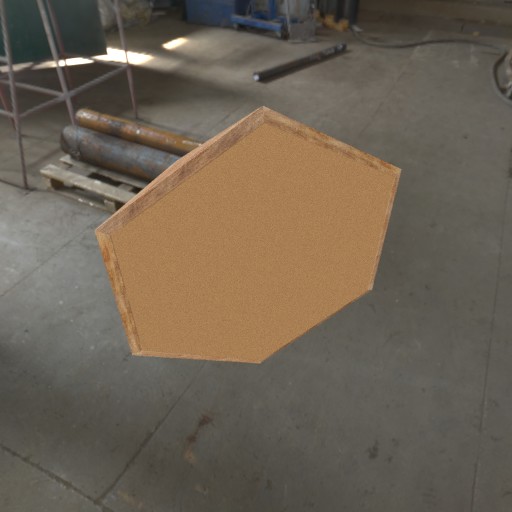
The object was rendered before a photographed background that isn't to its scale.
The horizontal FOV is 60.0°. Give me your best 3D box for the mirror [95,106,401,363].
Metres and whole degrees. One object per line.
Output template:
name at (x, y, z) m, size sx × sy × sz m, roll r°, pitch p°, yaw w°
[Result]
mirror at (0.000, 0.000, 1.079) m, size 0.675 × 0.779 × 0.091 m, roll -13°, pitch 43°, yaw -15°
